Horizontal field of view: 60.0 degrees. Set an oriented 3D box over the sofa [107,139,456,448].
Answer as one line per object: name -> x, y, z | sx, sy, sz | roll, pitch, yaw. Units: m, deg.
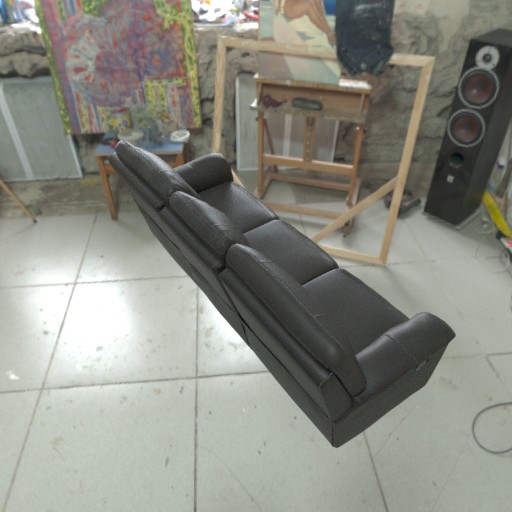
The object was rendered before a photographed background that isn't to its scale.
sofa -> 0.000, 0.000, 3.161 | 1.104, 1.134, 2.627 | -24, 46, -26
